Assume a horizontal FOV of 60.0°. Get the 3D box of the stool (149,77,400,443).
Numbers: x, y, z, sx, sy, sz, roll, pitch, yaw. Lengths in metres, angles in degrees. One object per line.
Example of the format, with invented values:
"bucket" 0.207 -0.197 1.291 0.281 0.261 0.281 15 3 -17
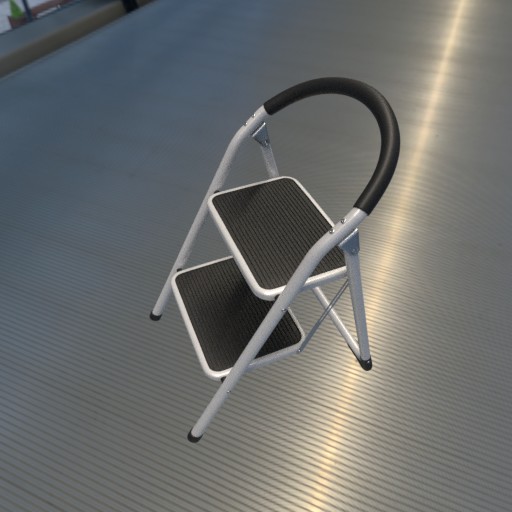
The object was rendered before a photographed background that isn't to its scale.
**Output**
"stool" 0.000 0.000 1.092 0.559 0.760 0.453 -17 48 -16
